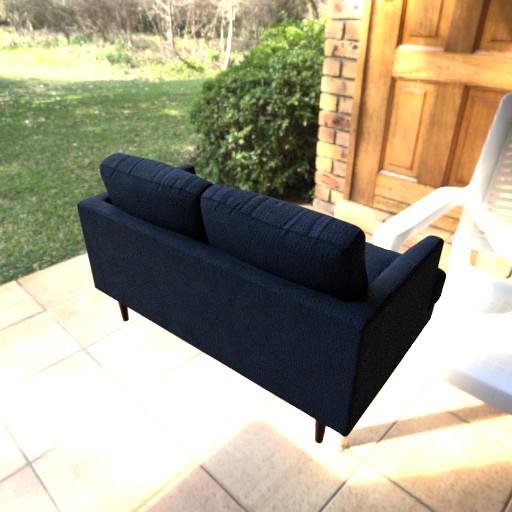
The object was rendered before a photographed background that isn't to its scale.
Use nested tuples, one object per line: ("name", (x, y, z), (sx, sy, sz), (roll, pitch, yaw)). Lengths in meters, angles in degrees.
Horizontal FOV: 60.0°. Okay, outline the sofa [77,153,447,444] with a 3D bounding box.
("sofa", (0.000, 0.000, 2.168), (1.582, 0.944, 0.903), (22, 37, 32))
